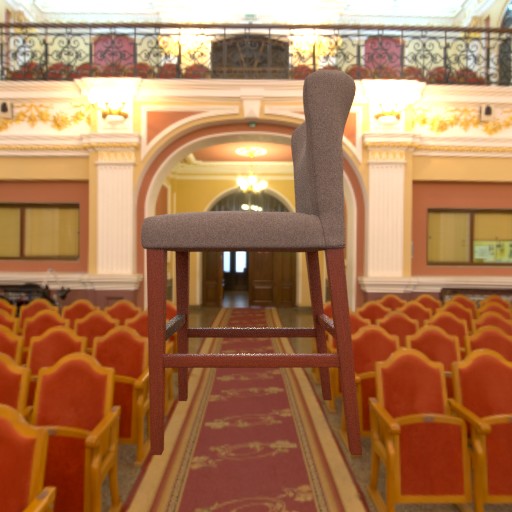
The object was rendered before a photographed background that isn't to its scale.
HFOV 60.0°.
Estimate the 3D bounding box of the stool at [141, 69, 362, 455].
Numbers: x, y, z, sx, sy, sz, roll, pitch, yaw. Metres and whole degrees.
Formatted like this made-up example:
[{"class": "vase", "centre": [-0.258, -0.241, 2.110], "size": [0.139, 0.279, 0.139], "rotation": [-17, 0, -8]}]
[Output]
[{"class": "stool", "centre": [0.000, 0.000, 1.295], "size": [0.568, 0.968, 0.481], "rotation": [0, 0, 0]}]
